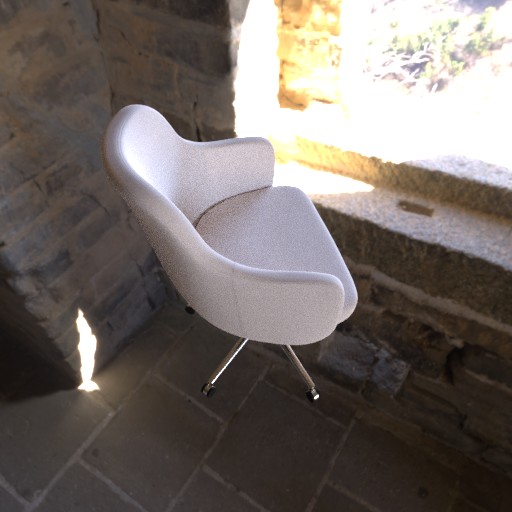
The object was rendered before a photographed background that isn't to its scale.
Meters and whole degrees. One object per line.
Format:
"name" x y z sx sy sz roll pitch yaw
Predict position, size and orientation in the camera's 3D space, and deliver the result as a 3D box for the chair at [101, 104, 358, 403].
"chair" 0.000 0.000 1.242 0.647 0.819 0.602 -11 48 -10
